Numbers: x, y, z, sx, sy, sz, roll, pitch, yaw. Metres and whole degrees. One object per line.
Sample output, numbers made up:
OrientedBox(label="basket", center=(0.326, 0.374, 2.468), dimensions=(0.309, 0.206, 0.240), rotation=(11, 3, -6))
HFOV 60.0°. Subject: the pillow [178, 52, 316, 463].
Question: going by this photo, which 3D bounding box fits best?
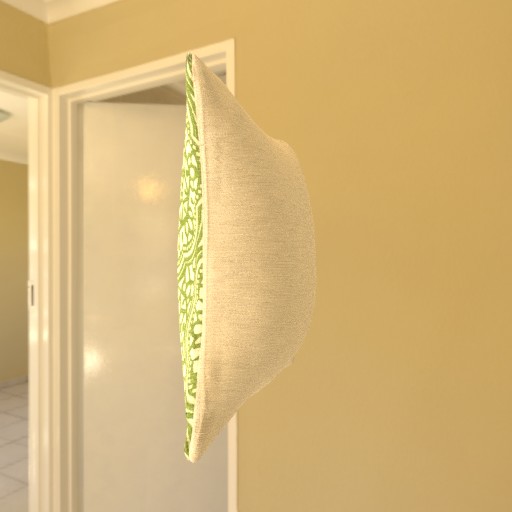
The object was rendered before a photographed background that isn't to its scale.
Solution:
OrientedBox(label="pillow", center=(0.000, 0.000, 0.656), dimensions=(0.162, 0.419, 0.440), rotation=(0, 0, 18))
